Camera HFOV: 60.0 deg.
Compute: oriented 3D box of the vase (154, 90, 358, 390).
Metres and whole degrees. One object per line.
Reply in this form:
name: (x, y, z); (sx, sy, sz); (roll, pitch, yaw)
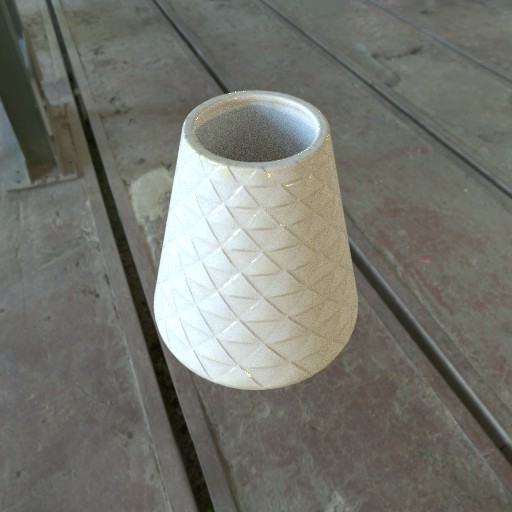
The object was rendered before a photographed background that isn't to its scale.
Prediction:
vase: (0.000, 0.000, 0.349); (0.175, 0.230, 0.175); (0, 47, 0)
